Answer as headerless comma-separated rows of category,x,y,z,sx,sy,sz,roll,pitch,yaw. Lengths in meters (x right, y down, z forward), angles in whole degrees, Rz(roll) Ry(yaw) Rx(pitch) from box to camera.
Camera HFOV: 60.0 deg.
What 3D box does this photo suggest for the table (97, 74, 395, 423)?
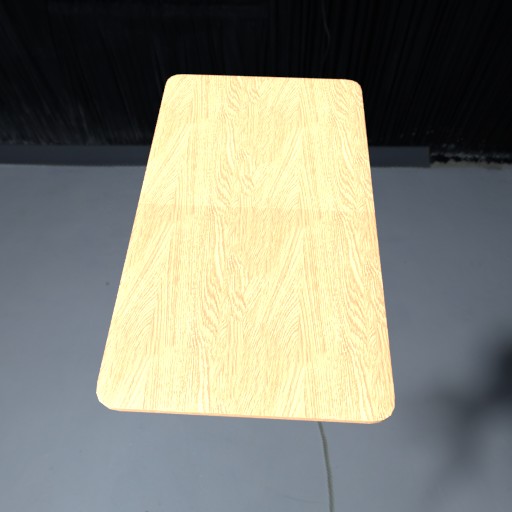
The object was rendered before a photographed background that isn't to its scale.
table,0.000,0.000,2.112,0.950,0.770,1.600,2,59,1
